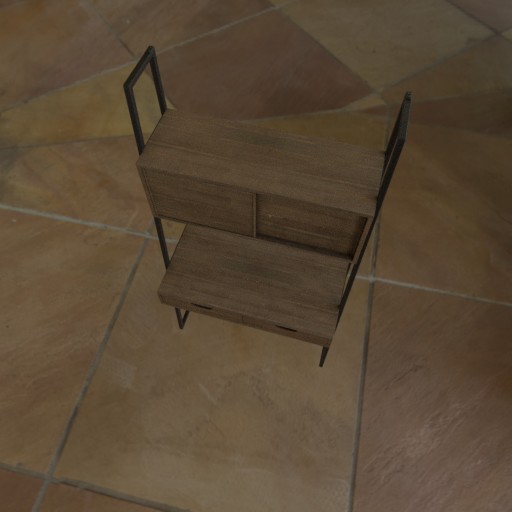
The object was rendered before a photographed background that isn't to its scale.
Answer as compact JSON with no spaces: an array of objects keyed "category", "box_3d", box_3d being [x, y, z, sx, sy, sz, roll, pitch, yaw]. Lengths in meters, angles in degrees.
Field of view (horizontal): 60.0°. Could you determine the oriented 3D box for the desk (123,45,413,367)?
[{"category":"desk","box_3d":[0.000,0.000,2.240,0.982,1.809,0.515,14,60,8]}]
